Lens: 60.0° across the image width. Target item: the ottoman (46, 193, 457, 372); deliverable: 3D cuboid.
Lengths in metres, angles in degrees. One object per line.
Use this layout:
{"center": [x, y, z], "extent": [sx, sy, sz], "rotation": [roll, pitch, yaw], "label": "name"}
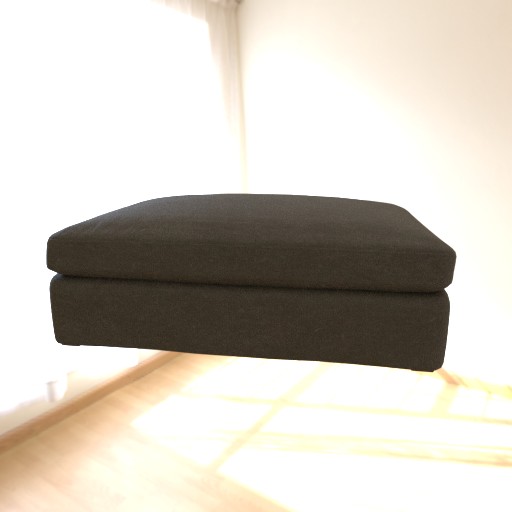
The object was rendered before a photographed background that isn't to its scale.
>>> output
{"center": [0.000, 0.000, 1.636], "extent": [1.199, 0.429, 0.840], "rotation": [2, 15, 8], "label": "ottoman"}
